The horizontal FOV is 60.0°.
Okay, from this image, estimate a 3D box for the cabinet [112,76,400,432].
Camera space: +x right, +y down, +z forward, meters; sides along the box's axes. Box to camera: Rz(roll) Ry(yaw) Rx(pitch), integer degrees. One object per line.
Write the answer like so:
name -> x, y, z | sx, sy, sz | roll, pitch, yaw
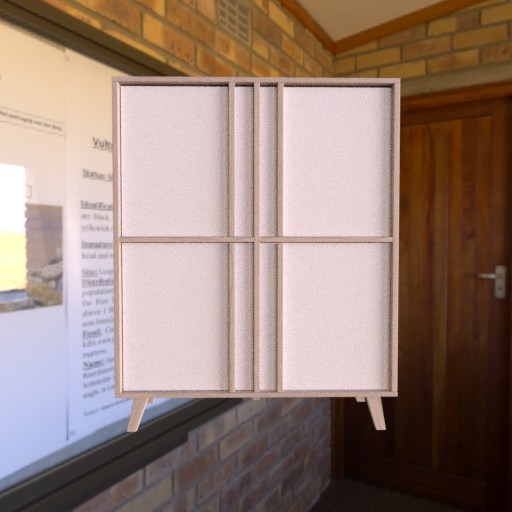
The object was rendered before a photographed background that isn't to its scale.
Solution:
cabinet -> 0.000, 0.000, 1.924 | 1.111, 1.388, 0.398 | 0, 2, -1
